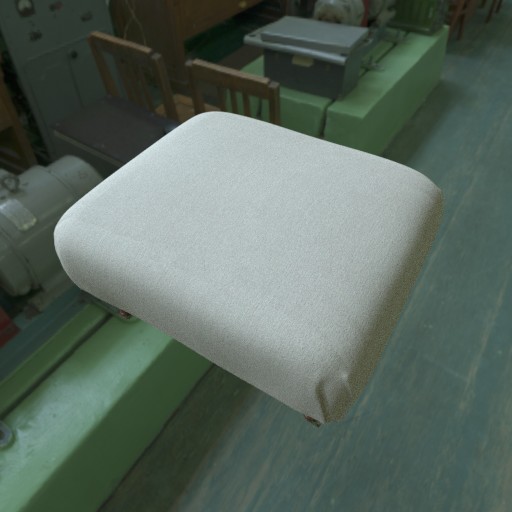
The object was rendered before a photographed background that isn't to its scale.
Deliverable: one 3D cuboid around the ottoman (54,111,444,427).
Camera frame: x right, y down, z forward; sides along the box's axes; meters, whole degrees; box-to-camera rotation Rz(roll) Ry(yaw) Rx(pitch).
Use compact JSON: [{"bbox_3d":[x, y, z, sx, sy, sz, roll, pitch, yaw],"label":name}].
[{"bbox_3d":[0.000,0.000,1.117,0.746,0.450,0.639,24,51,21],"label":"ottoman"}]
